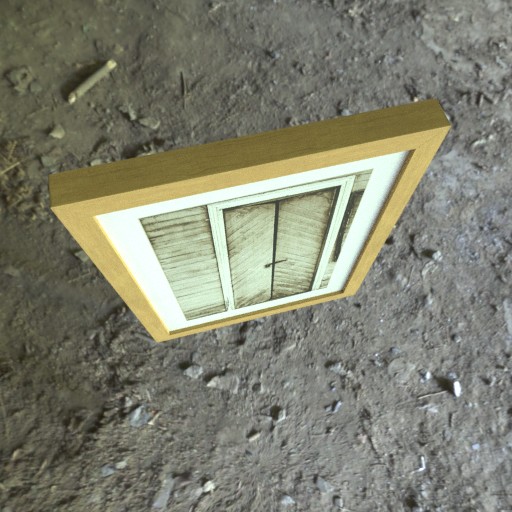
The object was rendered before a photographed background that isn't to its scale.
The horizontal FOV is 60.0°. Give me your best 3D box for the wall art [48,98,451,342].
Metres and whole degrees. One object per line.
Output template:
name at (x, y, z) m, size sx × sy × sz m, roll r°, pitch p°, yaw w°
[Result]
wall art at (0.000, 0.000, 0.512) m, size 0.312 × 0.380 × 0.030 m, roll -13°, pitch 65°, yaw -6°
